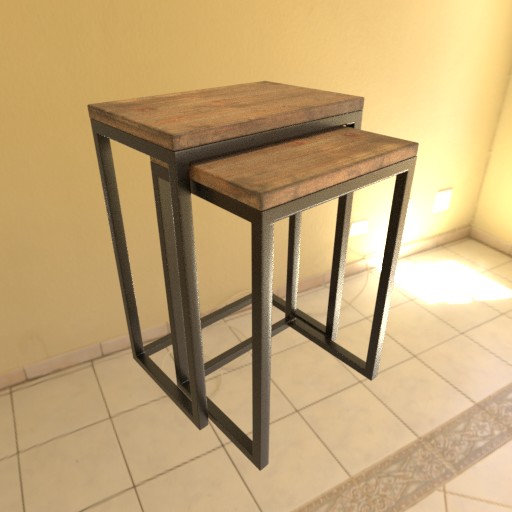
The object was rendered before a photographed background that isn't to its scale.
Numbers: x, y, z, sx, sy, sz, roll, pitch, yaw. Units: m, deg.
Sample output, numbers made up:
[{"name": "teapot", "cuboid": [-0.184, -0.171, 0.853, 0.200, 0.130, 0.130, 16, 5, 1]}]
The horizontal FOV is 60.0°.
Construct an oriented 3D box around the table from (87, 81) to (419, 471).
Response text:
[{"name": "table", "cuboid": [0.000, 0.000, 0.946, 0.456, 0.615, 0.460, -22, 36, -33]}]
